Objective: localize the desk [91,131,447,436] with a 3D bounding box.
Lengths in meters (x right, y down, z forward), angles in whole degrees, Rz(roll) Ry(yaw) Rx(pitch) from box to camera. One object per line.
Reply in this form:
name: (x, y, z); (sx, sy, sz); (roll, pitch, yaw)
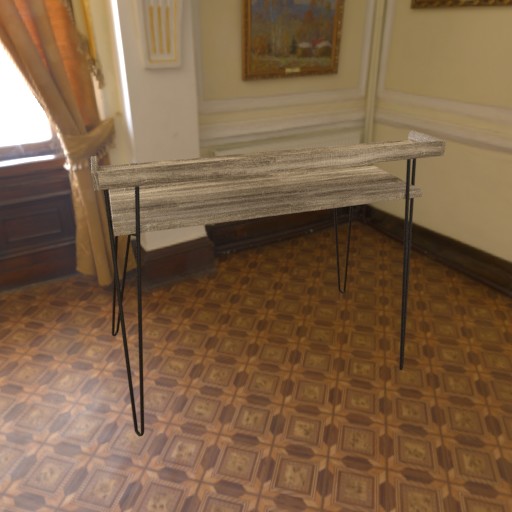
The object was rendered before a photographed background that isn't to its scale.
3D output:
desk: (0.000, 0.000, 1.648); (1.135, 0.899, 0.605); (-9, 29, -16)
